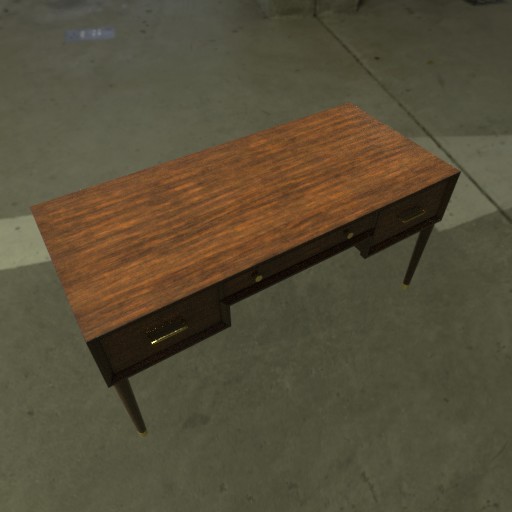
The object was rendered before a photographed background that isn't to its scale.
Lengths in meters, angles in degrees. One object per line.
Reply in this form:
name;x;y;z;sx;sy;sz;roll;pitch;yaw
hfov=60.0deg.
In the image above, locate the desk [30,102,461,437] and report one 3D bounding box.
desk;0.000;0.000;2.031;1.575;0.762;0.724;-24;51;-22
